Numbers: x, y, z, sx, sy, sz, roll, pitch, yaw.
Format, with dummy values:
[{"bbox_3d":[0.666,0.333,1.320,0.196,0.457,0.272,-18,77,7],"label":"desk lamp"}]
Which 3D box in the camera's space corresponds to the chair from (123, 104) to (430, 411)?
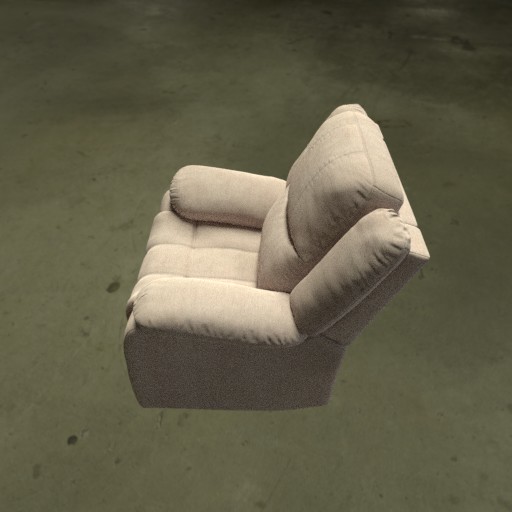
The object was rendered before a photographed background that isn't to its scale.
[{"bbox_3d":[0.000,0.000,1.707,0.944,1.008,0.899,1,42,1],"label":"chair"}]
